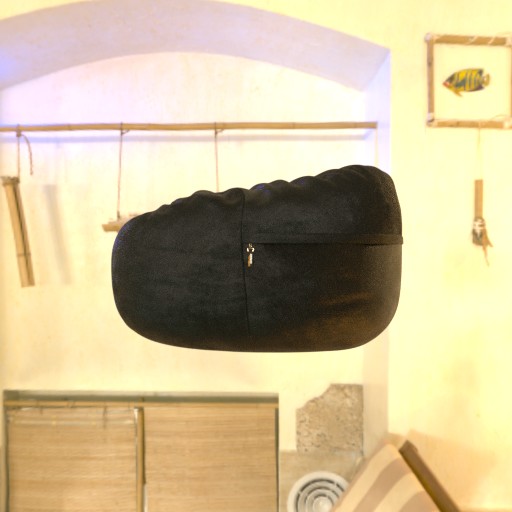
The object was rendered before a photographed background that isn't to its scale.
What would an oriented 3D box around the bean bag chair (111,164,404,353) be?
[{"bbox_3d":[0.000,0.000,2.463,1.524,0.878,1.524,0,1,0],"label":"bean bag chair"}]
